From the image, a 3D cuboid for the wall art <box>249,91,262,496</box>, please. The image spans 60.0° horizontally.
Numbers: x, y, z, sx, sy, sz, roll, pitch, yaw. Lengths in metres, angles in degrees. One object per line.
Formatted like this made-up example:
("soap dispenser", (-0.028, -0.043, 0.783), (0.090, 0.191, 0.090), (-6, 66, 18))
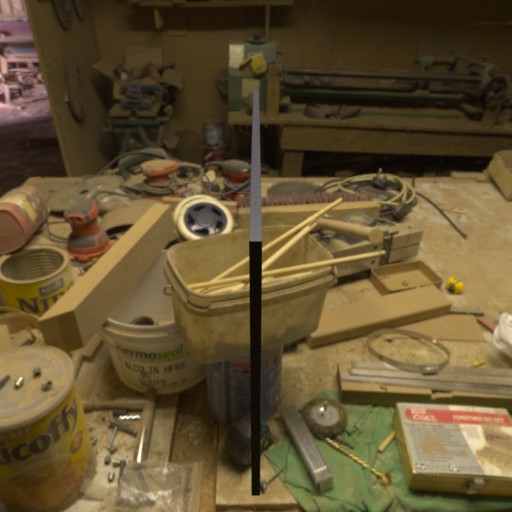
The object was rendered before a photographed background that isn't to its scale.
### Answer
("wall art", (0.000, 0.000, 1.217), (0.019, 0.660, 0.957), (0, 33, 0))
